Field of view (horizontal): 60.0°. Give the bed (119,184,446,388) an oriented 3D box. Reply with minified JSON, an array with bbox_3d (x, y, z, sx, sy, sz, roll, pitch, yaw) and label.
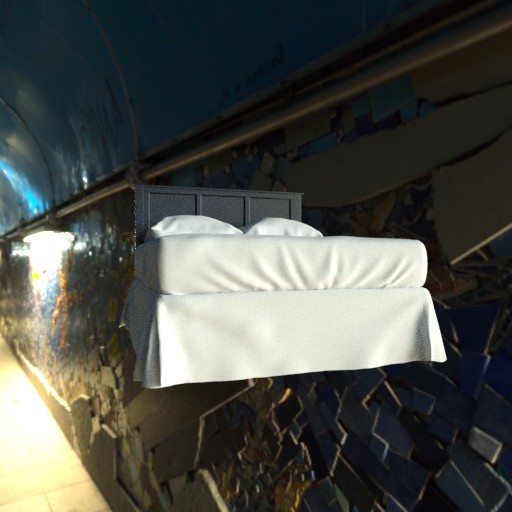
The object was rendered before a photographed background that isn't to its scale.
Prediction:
[{"bbox_3d":[0.000,0.000,3.250,1.870,1.270,2.050,0,0,-19],"label":"bed"}]
